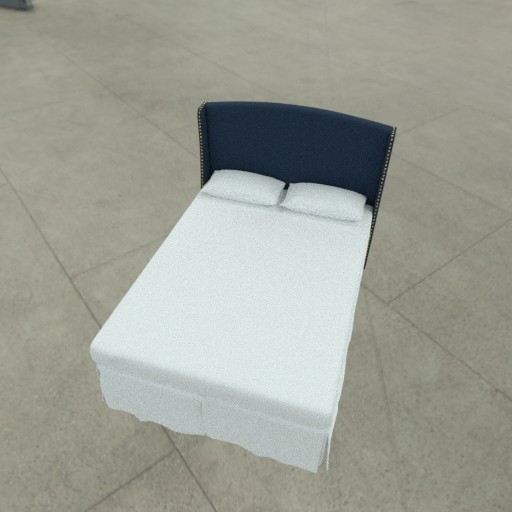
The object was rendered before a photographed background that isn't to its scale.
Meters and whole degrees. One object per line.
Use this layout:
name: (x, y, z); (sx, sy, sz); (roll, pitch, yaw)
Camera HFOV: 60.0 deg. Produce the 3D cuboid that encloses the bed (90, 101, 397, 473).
bed: (0.000, 0.000, 3.232); (1.604, 1.402, 2.223); (12, 44, 13)
